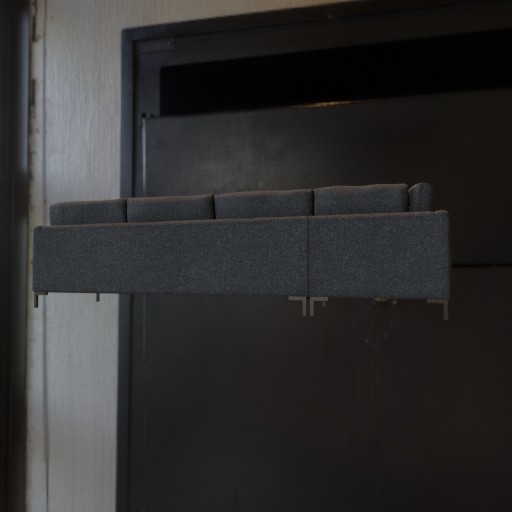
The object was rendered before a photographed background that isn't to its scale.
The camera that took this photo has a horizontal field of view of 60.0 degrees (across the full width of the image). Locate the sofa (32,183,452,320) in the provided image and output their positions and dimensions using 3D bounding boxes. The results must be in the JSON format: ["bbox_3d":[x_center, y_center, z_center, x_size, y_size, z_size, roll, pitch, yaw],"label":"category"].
[{"bbox_3d":[0.000,0.000,3.841,2.949,0.815,2.007,-1,-2,17],"label":"sofa"}]
